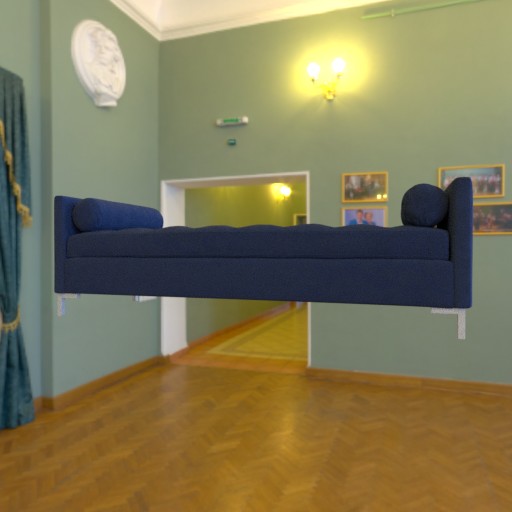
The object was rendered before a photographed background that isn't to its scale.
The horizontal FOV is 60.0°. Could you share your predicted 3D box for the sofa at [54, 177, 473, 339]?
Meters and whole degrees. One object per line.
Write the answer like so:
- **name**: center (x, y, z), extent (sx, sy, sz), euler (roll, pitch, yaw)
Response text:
- **sofa**: center (0.000, 0.000, 2.463), extent (2.102, 0.657, 0.797), euler (0, 1, 18)
